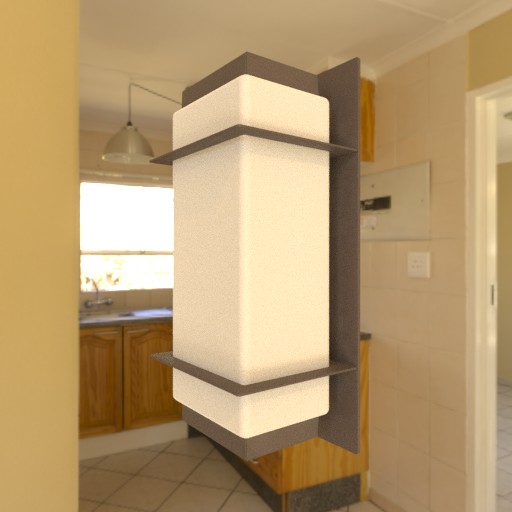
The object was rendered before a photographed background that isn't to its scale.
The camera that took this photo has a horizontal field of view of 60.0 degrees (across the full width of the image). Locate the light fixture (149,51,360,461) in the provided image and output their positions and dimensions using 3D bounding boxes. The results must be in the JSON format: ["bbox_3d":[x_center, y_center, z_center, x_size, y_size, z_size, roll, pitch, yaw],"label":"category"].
[{"bbox_3d":[0.000,0.000,0.414,0.146,0.347,0.153,0,0,-37],"label":"light fixture"}]
